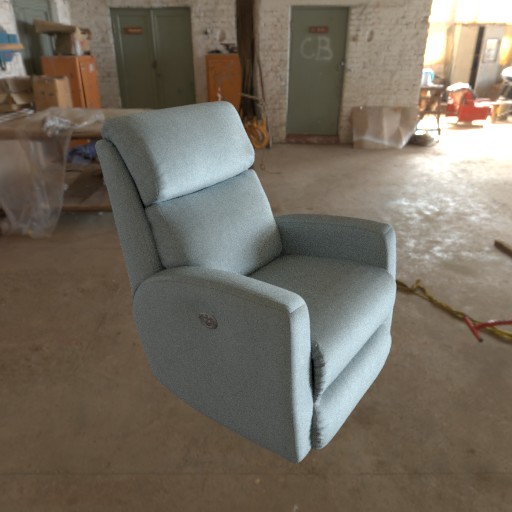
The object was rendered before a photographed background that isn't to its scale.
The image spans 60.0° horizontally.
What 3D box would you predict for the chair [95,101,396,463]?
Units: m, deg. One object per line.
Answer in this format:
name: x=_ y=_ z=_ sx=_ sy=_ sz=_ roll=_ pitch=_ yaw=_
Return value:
chair: x=0.000 y=0.000 z=1.651 sx=0.940 sy=1.016 sz=0.794 roll=18 pitch=31 yaw=32
